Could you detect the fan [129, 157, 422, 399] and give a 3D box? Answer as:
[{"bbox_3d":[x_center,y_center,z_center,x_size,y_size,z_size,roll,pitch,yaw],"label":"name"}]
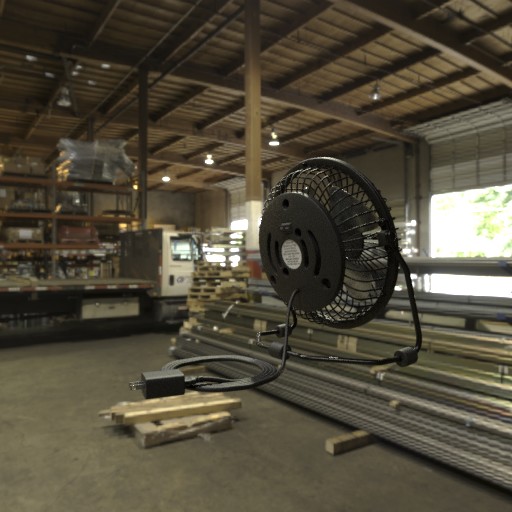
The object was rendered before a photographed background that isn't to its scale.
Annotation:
[{"bbox_3d":[0.000,0.000,0.315,0.202,0.152,0.153,0,0,-36],"label":"fan"}]
